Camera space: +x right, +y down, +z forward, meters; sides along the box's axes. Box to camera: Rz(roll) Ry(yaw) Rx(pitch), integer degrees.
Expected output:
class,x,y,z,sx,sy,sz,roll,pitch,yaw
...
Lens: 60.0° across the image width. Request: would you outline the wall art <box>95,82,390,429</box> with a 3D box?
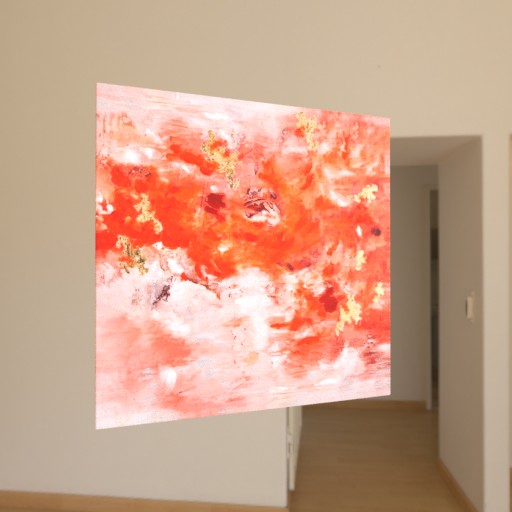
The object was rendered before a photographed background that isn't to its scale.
class,x,y,z,sx,sy,sz,roll,pitch,yaw
wall art,0.000,0.000,1.289,0.878,0.878,0.066,0,0,-19
